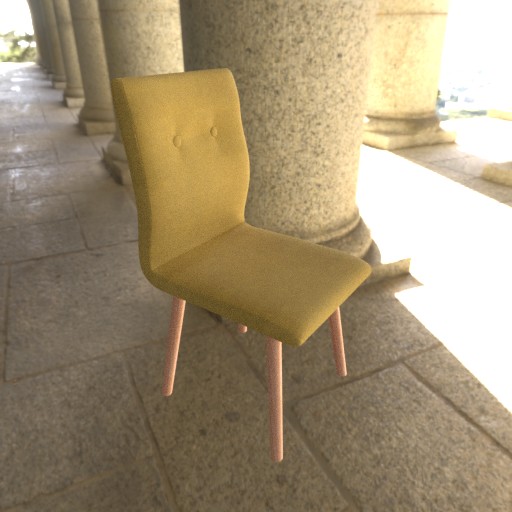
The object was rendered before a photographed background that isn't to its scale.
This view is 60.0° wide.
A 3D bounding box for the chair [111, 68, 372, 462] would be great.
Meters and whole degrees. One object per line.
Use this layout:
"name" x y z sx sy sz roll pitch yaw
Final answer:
"chair" 0.000 0.000 1.288 0.550 0.965 0.450 18 32 31
